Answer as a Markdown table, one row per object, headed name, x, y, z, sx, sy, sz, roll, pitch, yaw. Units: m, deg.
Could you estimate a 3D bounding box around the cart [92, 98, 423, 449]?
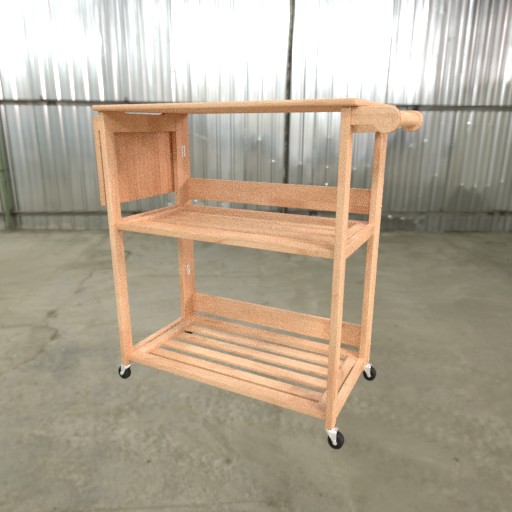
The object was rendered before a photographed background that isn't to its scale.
| name | x | y | z | sx | sy | sz | roll | pitch | yaw |
| --- | --- | --- | --- | --- | --- | --- | --- | --- | --- |
| cart | 0.000 | 0.000 | 1.364 | 0.853 | 0.879 | 0.432 | 8 | 18 | 26 |
